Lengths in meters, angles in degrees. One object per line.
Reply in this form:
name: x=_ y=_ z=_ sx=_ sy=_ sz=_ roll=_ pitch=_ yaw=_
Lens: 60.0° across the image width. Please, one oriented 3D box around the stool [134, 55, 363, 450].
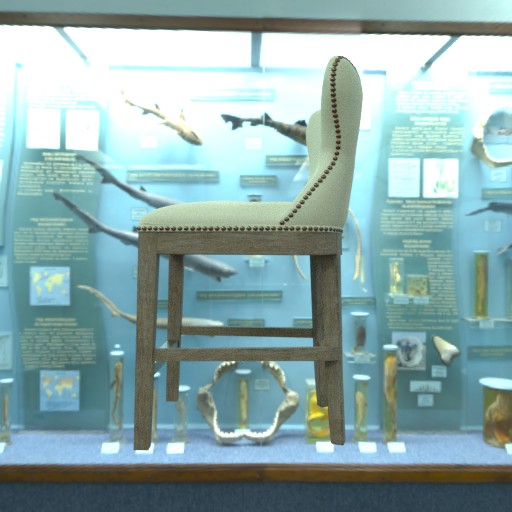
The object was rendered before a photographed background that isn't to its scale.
stool: x=0.000 y=0.000 z=1.304 sx=0.608 sy=0.981 sz=0.498 roll=0 pitch=0 yaw=1
